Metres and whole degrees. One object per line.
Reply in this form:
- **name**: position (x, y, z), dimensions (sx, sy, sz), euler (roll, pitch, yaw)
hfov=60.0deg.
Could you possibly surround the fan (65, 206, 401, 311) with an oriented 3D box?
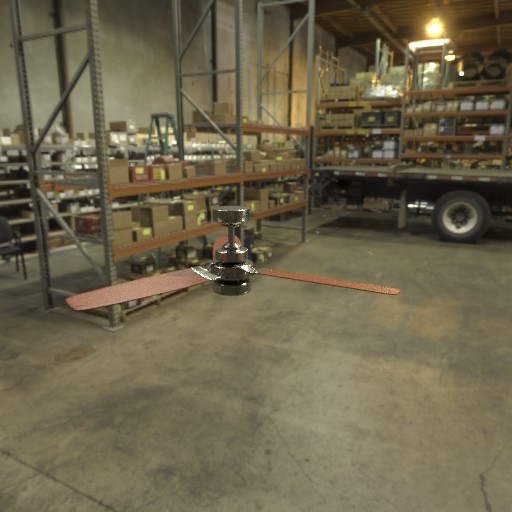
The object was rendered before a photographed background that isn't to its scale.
- **fan**: position (0.000, 0.000, 2.022), dimensions (1.271, 0.410, 1.416), euler (7, 16, 28)
